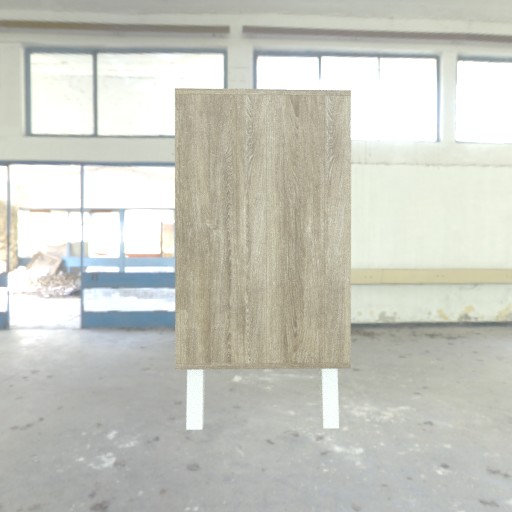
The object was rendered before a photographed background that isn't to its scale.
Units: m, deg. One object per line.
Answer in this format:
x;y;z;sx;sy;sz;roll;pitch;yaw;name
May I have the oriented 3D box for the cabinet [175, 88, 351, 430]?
0.000;0.000;1.931;0.450;0.870;1.600;0;1;-1;cabinet
